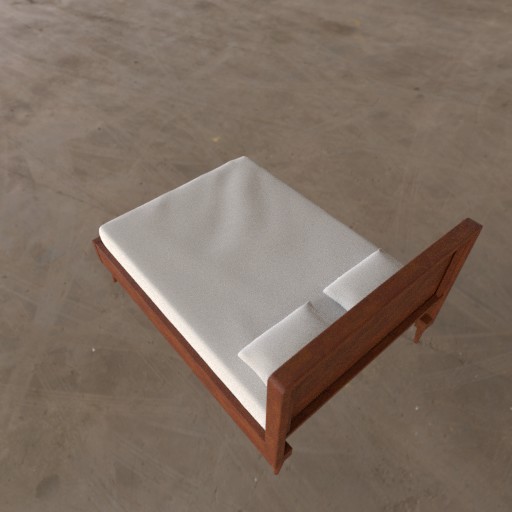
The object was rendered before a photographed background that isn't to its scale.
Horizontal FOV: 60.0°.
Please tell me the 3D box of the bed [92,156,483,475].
[{"bbox_3d":[0.000,0.000,3.218,1.587,1.275,2.196,-32,55,-26],"label":"bed"}]
